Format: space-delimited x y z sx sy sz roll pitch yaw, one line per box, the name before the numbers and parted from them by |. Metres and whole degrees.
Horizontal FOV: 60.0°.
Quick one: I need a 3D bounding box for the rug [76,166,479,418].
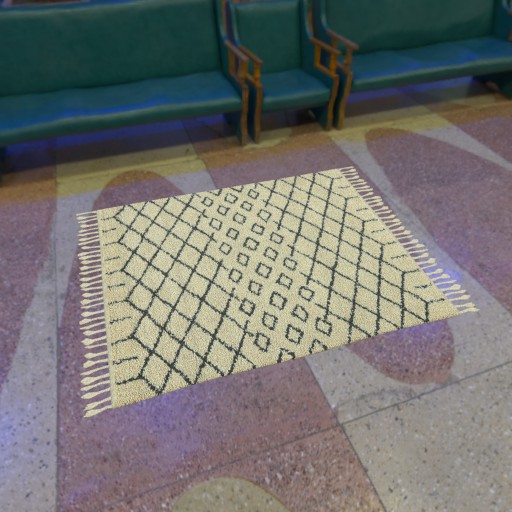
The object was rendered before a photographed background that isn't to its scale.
rug | 0.000 0.000 4.173 3.213 0.030 2.388 -12 44 -13
